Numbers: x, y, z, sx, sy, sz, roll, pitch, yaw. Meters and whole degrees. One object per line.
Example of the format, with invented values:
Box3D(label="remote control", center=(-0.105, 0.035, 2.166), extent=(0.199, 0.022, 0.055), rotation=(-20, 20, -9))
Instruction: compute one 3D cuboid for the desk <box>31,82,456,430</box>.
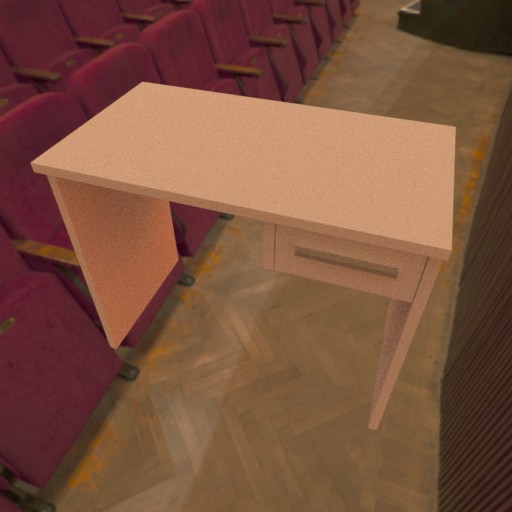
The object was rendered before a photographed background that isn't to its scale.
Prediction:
Box3D(label="desk", center=(0.000, 0.000, 1.306), extent=(0.900, 0.729, 0.498), rotation=(13, 44, 14))
